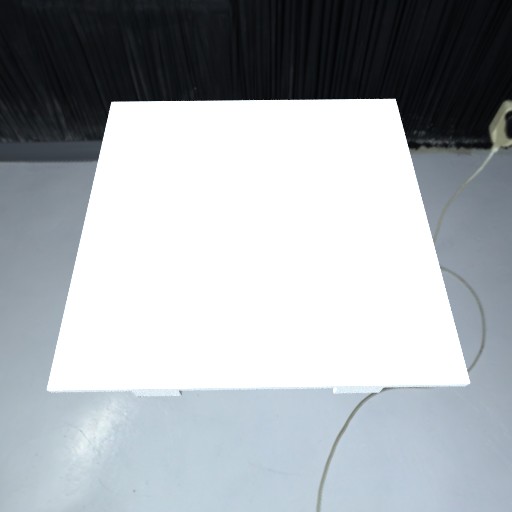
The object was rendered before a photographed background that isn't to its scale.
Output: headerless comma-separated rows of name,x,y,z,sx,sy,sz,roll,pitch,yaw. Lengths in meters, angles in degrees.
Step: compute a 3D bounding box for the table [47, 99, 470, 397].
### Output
table,0.000,0.000,1.007,0.670,0.305,0.670,-1,59,0
